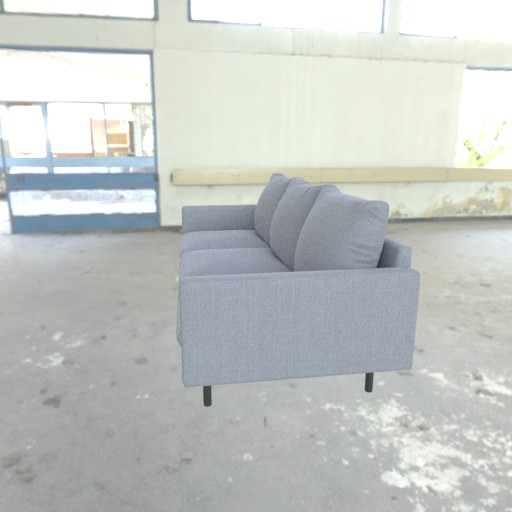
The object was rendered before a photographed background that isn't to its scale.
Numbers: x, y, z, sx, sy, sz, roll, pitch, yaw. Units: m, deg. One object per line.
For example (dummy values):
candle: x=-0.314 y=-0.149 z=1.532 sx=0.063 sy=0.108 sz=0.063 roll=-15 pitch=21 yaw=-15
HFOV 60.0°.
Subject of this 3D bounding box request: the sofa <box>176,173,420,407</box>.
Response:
sofa: x=0.000 y=0.000 z=2.459 sx=0.850 sy=0.830 sz=2.000 roll=-2 pitch=14 yaw=-9
